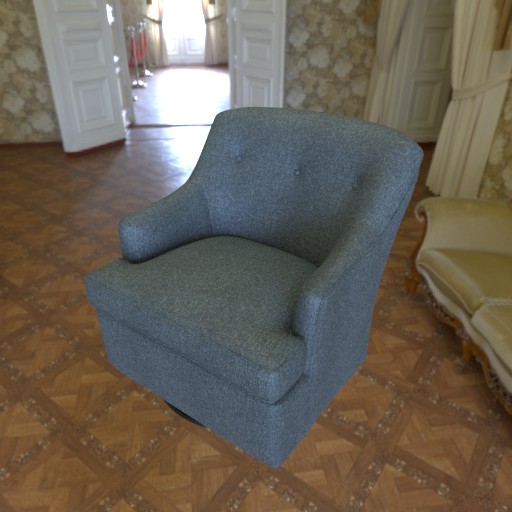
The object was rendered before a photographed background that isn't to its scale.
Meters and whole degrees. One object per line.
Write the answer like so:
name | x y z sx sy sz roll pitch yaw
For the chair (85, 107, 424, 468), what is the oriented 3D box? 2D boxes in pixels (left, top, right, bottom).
chair | 0.000 0.000 1.580 0.864 0.856 0.923 20 35 30
